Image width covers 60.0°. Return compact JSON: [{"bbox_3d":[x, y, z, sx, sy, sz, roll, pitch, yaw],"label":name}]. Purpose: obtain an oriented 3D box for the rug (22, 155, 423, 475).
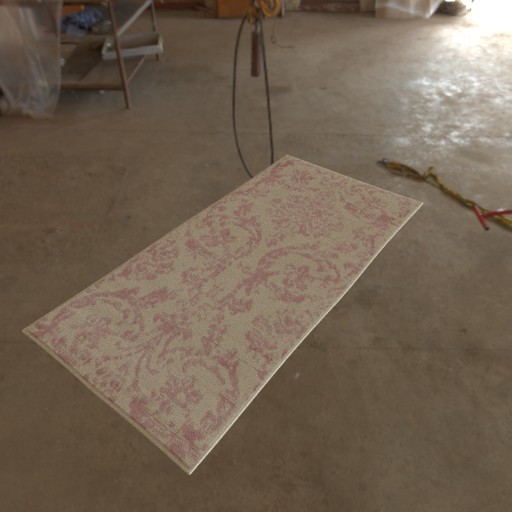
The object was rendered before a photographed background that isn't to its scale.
[{"bbox_3d":[0.000,0.000,1.382,0.604,0.007,1.219,26,47,28],"label":"rug"}]
